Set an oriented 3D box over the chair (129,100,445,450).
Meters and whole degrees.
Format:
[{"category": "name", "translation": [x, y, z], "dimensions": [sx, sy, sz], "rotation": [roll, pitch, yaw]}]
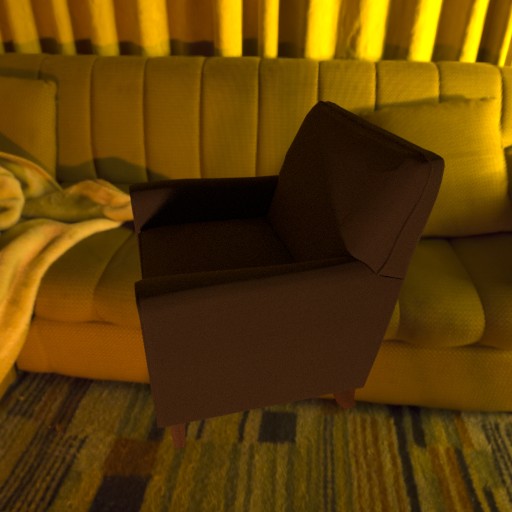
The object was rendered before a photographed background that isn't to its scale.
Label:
[{"category": "chair", "translation": [0.000, 0.000, 1.601], "dimensions": [0.831, 0.911, 0.836], "rotation": [-8, 31, -13]}]
